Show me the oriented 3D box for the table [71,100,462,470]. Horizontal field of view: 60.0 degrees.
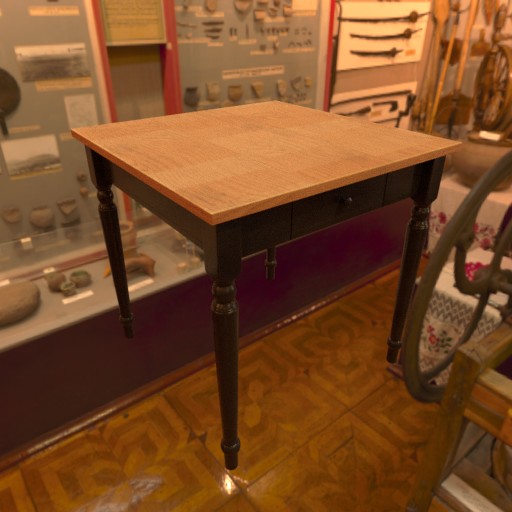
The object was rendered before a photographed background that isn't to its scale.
[{"bbox_3d":[0.000,0.000,1.364,0.747,0.738,0.747,-20,35,-32],"label":"table"}]
